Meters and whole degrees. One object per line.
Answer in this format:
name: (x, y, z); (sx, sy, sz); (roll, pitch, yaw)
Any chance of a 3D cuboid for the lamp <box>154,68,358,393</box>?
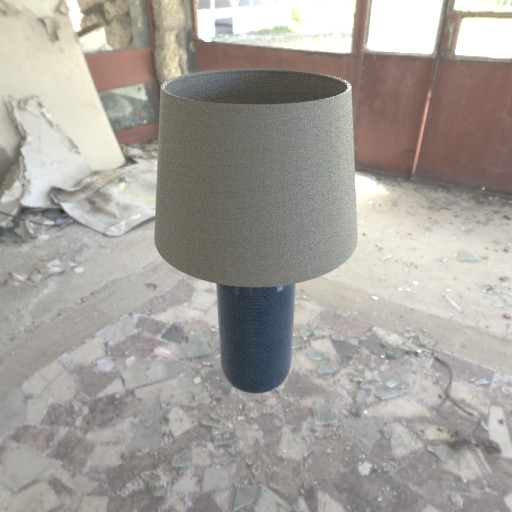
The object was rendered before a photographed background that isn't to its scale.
lamp: (0.000, 0.000, 0.581); (0.253, 0.428, 0.253); (0, 31, 0)
